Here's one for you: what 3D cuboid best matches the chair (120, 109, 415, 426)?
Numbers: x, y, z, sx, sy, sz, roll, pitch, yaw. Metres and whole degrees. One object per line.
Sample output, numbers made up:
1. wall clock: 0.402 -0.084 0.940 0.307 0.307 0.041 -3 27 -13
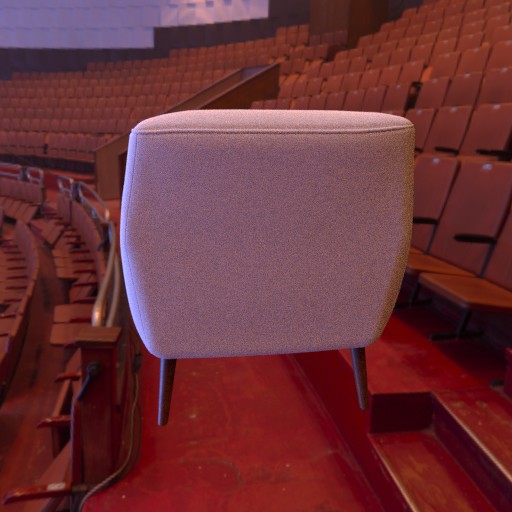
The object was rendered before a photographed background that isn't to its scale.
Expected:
1. chair: 0.000 0.000 1.404 0.762 0.838 0.787 -2 15 -7
